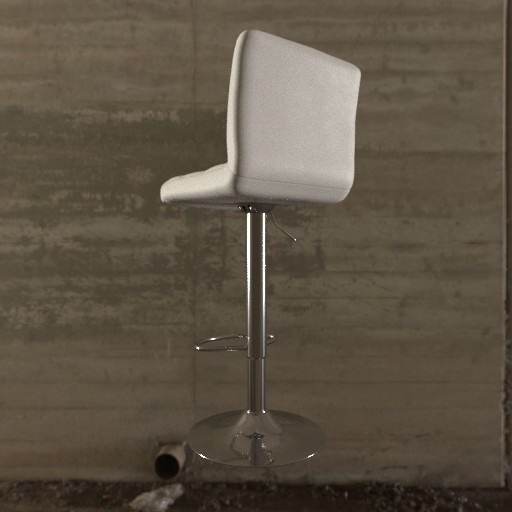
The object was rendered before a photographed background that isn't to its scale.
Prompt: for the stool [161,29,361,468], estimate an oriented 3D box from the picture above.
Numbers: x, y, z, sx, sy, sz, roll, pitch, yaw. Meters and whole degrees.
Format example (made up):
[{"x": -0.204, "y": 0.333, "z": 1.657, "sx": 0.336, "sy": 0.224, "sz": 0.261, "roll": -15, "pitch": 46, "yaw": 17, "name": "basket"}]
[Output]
[{"x": 0.000, "y": 0.000, "z": 1.369, "sx": 0.430, "sy": 1.115, "sz": 0.505, "roll": 0, "pitch": 1, "yaw": -36, "name": "stool"}]
